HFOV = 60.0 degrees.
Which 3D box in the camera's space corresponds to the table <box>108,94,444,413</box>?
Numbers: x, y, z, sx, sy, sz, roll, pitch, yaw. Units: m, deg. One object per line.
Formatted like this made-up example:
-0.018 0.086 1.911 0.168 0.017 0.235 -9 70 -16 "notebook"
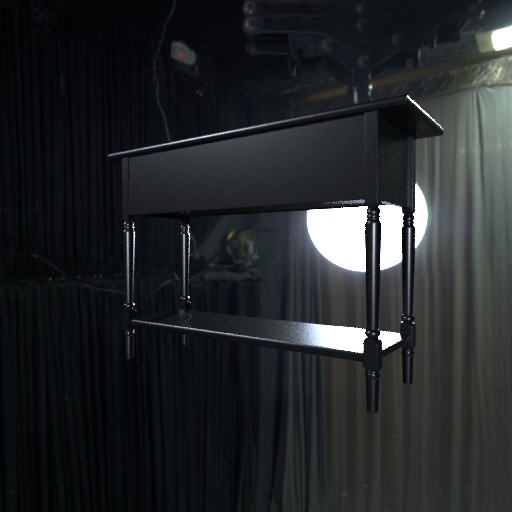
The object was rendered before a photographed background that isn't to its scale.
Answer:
0.000 0.000 1.601 1.191 0.819 0.386 1 1 35 "table"
